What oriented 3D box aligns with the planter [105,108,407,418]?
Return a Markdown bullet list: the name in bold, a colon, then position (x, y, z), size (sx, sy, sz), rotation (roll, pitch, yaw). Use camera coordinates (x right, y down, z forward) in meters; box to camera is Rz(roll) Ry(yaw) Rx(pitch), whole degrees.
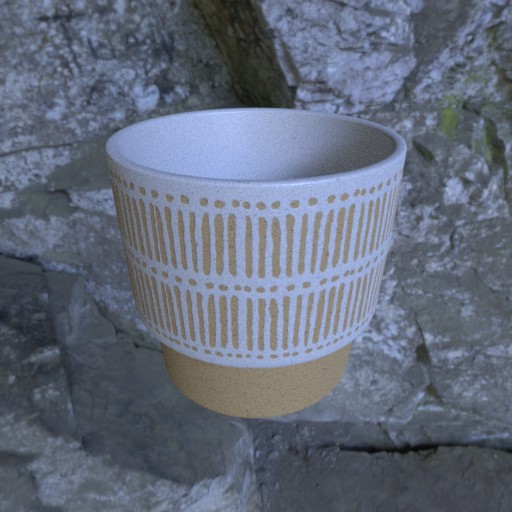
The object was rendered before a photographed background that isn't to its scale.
- **planter**: position (0.000, 0.000, 0.556), size (0.317, 0.303, 0.317), rotation (0, 29, 0)
